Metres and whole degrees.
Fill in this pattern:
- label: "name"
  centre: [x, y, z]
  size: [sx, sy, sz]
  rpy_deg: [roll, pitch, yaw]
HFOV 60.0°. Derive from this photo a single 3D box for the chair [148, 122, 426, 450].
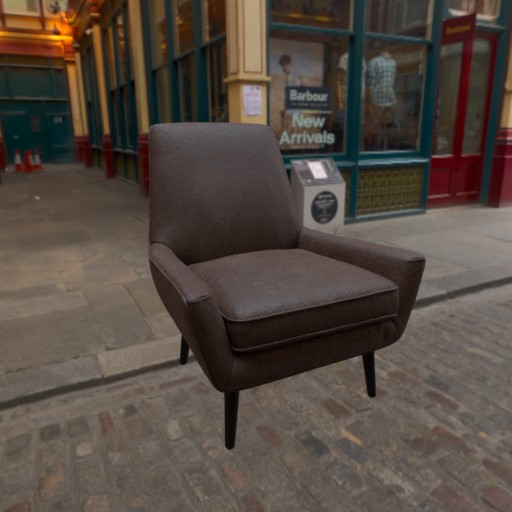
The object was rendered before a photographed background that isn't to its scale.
- label: "chair"
  centre: [0.000, 0.000, 1.527]
  size: [0.787, 0.888, 0.824]
  rpy_deg: [-8, 18, -27]
